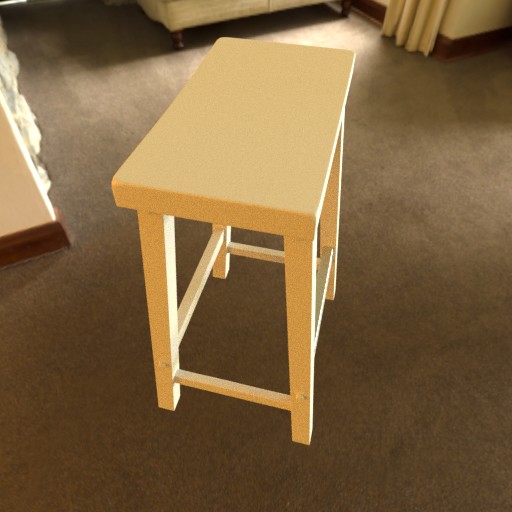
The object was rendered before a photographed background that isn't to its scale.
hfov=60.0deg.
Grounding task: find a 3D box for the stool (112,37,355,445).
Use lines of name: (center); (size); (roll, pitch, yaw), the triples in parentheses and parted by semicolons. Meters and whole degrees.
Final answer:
stool: (0.000, 0.000, 0.822); (0.322, 0.610, 0.406); (11, 48, 9)
